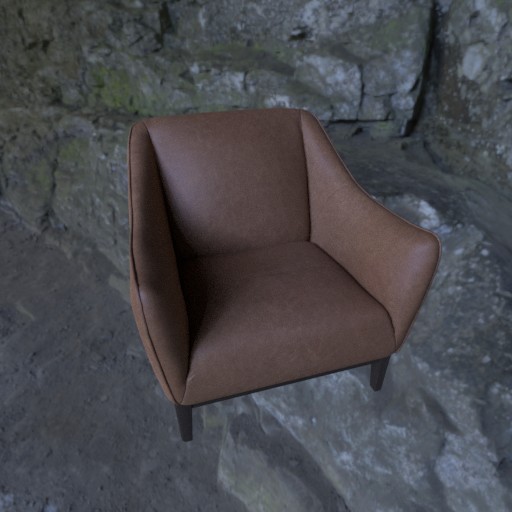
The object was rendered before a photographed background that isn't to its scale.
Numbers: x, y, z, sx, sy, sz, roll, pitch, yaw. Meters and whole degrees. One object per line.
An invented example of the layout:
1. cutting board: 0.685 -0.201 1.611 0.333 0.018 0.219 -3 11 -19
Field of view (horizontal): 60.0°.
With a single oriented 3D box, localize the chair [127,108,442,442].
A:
1. chair: 0.000 0.000 1.566 0.871 0.830 0.852 -9 32 -15
